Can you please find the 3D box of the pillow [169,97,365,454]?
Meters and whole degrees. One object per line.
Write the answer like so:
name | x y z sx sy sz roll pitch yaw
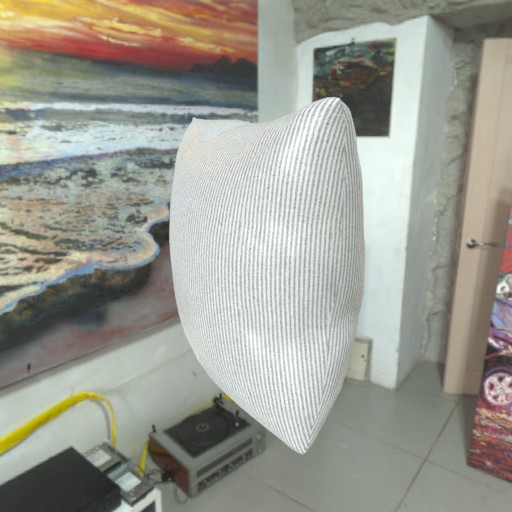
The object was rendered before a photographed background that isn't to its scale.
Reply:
pillow | 0.000 0.000 0.686 0.310 0.432 0.387 2 15 8
